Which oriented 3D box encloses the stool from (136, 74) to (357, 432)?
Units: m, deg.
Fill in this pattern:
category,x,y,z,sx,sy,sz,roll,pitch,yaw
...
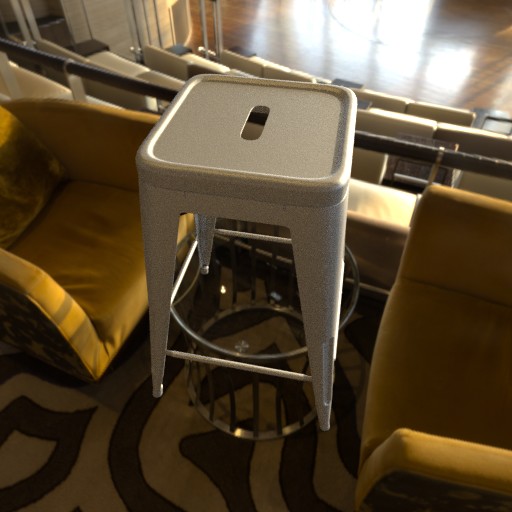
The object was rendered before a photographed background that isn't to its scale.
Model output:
category,x,y,z,sx,sy,sz,roll,pitch,yaw
stool,0.000,0.000,0.908,0.406,0.610,0.406,8,46,8
